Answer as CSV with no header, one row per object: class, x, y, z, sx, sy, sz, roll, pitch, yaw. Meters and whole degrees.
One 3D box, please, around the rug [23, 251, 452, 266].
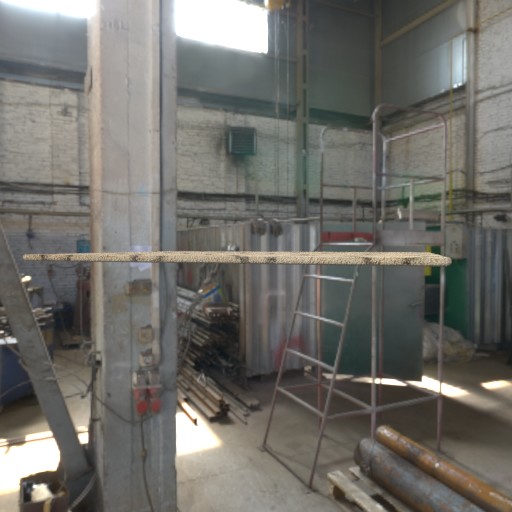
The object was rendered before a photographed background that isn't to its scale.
rug,0.000,0.000,2.099,1.600,0.025,1.200,0,1,19
